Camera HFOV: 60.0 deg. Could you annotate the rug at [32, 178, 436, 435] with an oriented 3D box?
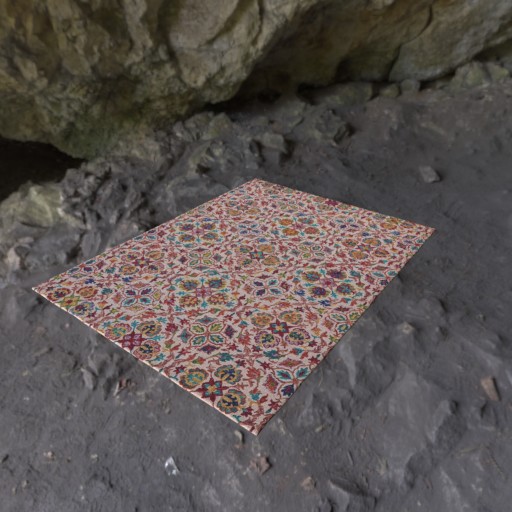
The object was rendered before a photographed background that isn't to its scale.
[{"bbox_3d":[0.000,0.000,4.304,2.446,0.020,3.215,21,37,31],"label":"rug"}]
